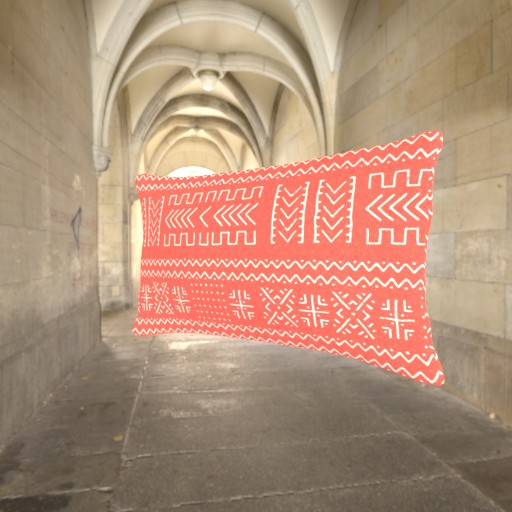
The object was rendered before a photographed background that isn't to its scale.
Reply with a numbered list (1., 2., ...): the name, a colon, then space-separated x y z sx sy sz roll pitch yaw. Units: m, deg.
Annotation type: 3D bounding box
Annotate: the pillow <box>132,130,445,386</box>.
1. pillow: 0.000 0.000 0.793 0.640 0.352 0.130 0 1 35
